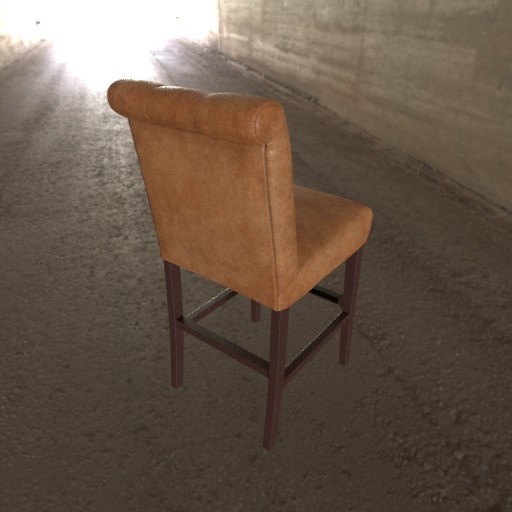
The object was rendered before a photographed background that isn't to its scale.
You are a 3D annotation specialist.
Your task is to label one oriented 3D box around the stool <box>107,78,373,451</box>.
[{"bbox_3d":[0.000,0.000,1.365,0.493,1.047,0.601,21,36,32],"label":"stool"}]
